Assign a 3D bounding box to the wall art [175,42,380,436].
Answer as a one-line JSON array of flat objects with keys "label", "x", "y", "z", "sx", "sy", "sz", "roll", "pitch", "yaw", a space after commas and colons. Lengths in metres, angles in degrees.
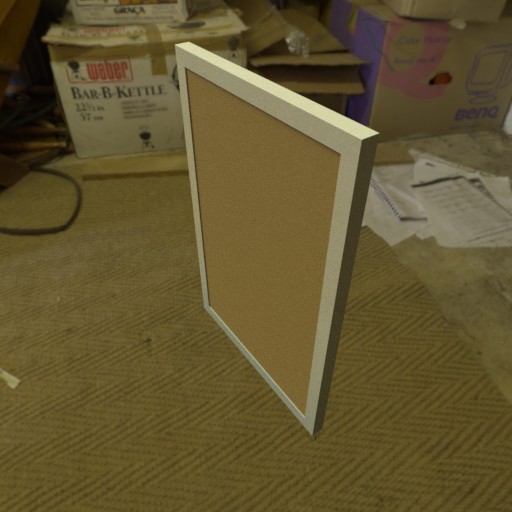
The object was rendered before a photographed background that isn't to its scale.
[{"label": "wall art", "x": 0.000, "y": 0.000, "z": 1.170, "sx": 0.039, "sy": 0.915, "sz": 0.612, "roll": -25, "pitch": 47, "yaw": -26}]
